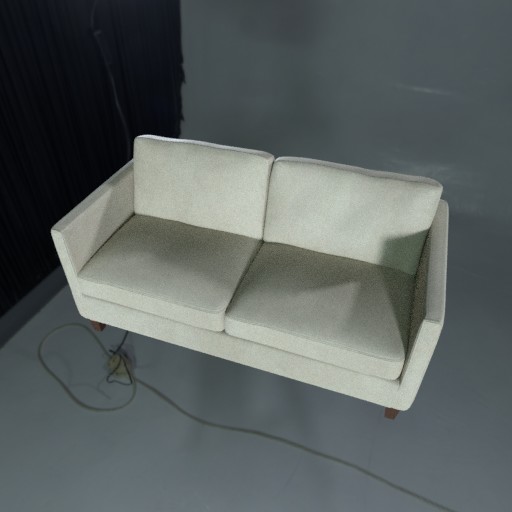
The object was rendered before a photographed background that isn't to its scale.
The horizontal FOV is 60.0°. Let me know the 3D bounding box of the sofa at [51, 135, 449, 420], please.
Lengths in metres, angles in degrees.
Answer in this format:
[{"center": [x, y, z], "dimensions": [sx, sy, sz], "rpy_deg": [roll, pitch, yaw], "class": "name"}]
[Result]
[{"center": [0.000, 0.000, 2.396], "dimensions": [1.846, 0.940, 0.950], "rpy_deg": [13, 41, 15], "class": "sofa"}]
